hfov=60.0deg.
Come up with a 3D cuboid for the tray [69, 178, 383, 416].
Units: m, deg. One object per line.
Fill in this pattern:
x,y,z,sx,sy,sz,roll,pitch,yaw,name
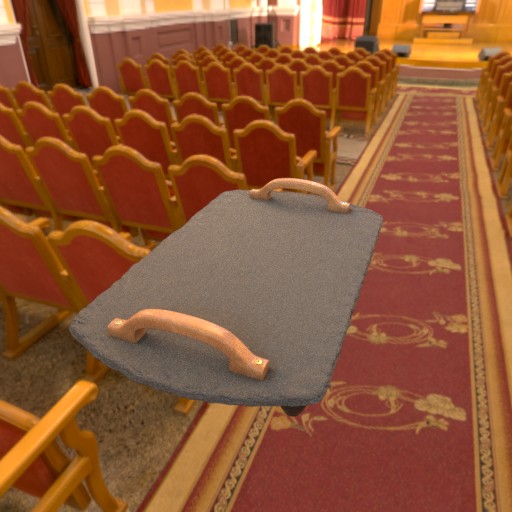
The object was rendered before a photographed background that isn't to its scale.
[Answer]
0.000,0.000,0.474,0.231,0.062,0.387,11,32,18,tray
